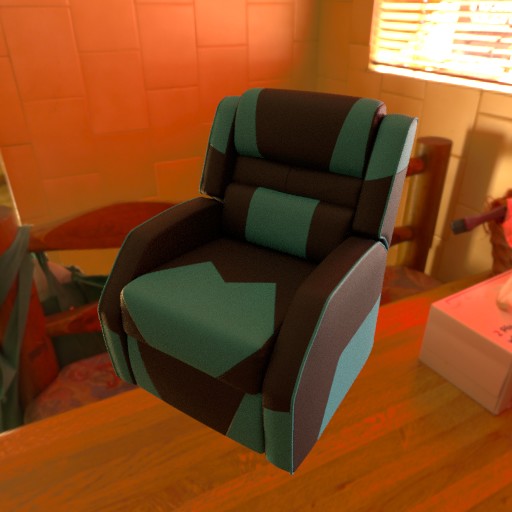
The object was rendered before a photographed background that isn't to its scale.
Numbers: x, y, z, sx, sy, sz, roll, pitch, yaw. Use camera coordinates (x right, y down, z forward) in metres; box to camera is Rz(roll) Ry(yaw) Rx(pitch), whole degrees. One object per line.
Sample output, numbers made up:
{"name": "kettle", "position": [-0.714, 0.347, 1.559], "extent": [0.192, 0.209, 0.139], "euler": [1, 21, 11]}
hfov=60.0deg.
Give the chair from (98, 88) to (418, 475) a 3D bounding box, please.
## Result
{"name": "chair", "position": [0.000, 0.000, 1.253], "extent": [0.620, 0.805, 0.672], "euler": [17, 33, 28]}
